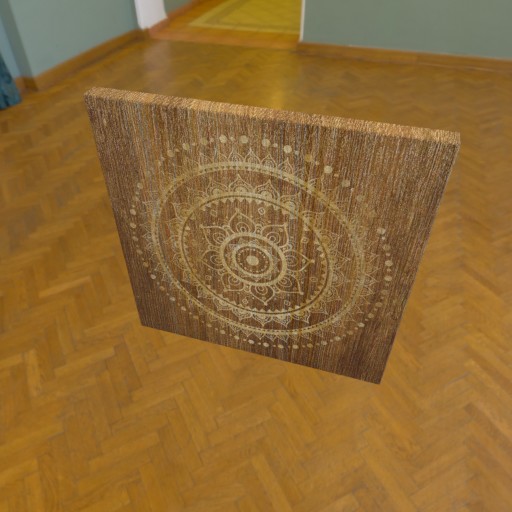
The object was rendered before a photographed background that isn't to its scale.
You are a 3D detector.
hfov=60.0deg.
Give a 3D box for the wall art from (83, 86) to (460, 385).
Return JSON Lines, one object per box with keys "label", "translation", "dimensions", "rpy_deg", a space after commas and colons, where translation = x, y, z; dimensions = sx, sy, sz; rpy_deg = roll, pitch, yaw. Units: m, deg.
{"label": "wall art", "translation": [0.000, 0.000, 0.898], "dimensions": [0.611, 0.608, 0.042], "rpy_deg": [11, 42, 12]}
